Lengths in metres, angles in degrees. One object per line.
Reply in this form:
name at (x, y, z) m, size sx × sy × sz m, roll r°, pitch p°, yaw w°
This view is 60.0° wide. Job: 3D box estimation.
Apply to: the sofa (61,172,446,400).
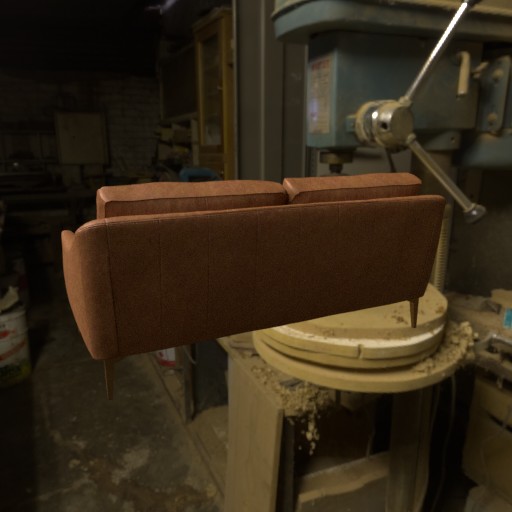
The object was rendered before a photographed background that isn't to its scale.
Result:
sofa at (0.000, 0.000, 2.561) m, size 2.036 × 0.945 × 0.981 m, roll -7°, pitch 16°, yaw -25°
